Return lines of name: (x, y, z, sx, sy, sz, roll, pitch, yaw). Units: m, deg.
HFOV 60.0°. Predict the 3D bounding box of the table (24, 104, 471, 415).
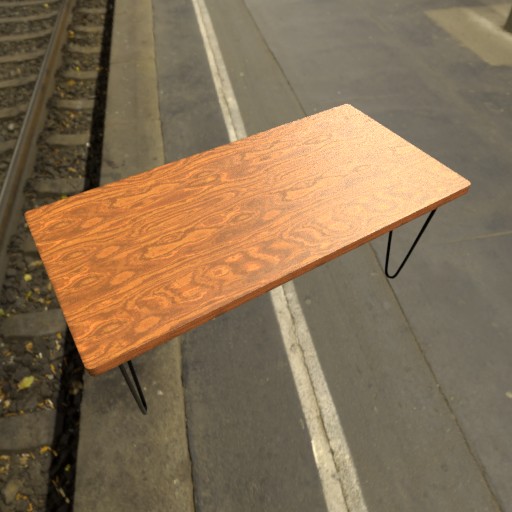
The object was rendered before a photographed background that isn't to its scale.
table: (0.000, 0.000, 2.231, 1.791, 0.753, 0.883, -24, 51, -21)
